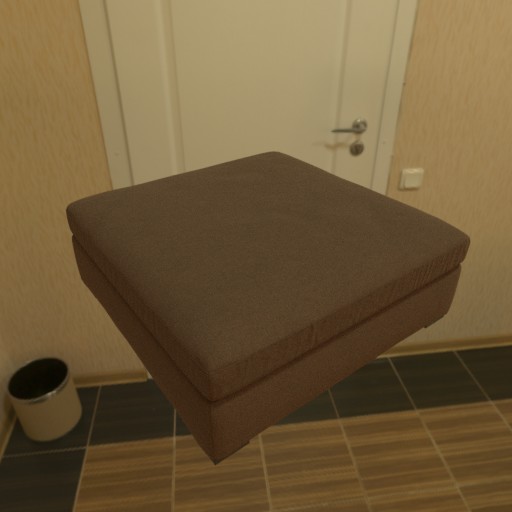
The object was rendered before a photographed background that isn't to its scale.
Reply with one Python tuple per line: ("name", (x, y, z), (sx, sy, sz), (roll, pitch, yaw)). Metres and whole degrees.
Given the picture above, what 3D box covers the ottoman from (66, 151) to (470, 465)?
("ottoman", (0.000, 0.000, 1.836), (1.181, 0.470, 1.181), (-21, 38, -30))
